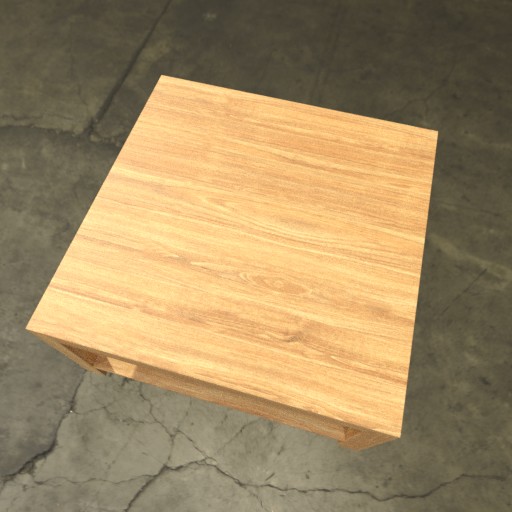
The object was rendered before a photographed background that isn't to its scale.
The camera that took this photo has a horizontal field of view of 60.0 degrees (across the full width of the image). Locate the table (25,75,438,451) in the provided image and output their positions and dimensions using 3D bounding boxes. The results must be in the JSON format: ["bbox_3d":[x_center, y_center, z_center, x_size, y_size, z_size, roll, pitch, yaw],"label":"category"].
[{"bbox_3d":[0.000,0.000,1.407,0.900,0.450,0.900,14,64,7],"label":"table"}]
